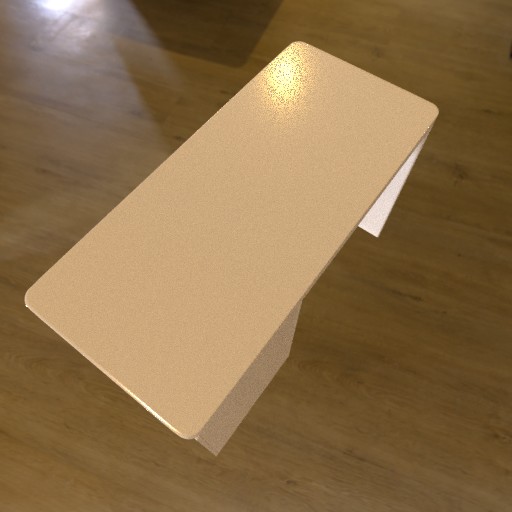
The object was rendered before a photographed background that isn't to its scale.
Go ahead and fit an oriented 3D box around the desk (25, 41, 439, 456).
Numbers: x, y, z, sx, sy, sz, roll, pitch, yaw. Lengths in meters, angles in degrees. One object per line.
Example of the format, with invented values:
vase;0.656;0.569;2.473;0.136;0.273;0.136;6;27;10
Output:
desk;0.000;0.000;1.559;0.550;0.760;1.200;33;67;16
